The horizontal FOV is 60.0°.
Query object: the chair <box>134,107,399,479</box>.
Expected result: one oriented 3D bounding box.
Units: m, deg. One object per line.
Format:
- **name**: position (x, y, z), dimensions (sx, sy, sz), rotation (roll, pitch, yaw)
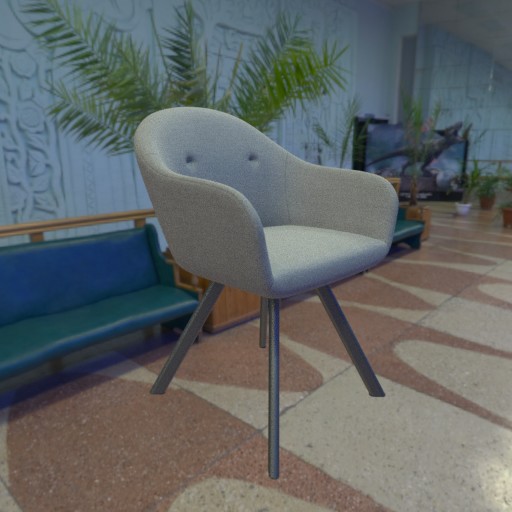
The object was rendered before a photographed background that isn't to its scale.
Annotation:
- **chair**: position (0.000, 0.000, 1.178), dimensions (0.570, 0.780, 0.540), rotation (14, 19, 43)
